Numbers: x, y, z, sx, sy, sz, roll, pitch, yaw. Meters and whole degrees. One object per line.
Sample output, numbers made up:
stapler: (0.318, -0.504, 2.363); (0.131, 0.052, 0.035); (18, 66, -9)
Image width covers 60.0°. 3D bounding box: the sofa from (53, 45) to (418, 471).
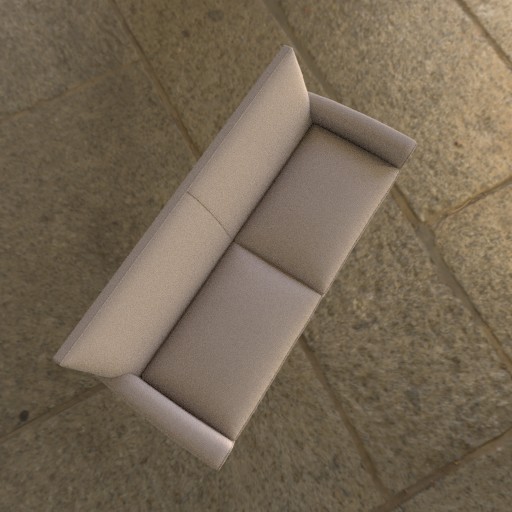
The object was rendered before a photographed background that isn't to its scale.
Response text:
sofa: (0.000, 0.000, 2.446); (0.875, 0.846, 2.000); (32, 78, 8)
